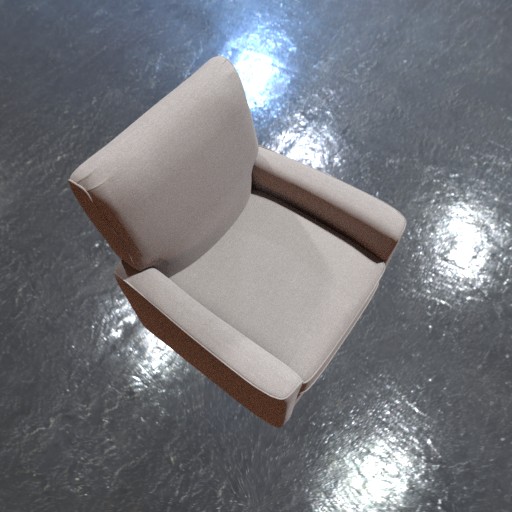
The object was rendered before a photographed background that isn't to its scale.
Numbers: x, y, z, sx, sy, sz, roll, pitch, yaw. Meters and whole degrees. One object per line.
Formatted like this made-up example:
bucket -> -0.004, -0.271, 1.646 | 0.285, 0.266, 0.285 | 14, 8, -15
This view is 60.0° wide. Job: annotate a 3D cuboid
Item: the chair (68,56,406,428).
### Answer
chair -> 0.000, 0.000, 1.659 | 0.859, 1.023, 0.845 | 33, 65, 17
